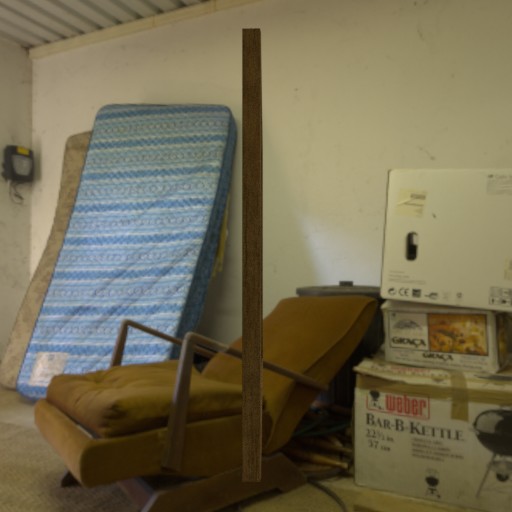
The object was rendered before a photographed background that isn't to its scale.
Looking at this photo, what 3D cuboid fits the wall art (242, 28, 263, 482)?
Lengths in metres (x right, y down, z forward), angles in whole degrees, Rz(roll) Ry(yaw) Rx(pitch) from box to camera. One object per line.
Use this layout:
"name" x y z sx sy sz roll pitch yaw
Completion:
"wall art" 0.000 0.000 1.022 0.029 0.691 0.695 0 -1 1
